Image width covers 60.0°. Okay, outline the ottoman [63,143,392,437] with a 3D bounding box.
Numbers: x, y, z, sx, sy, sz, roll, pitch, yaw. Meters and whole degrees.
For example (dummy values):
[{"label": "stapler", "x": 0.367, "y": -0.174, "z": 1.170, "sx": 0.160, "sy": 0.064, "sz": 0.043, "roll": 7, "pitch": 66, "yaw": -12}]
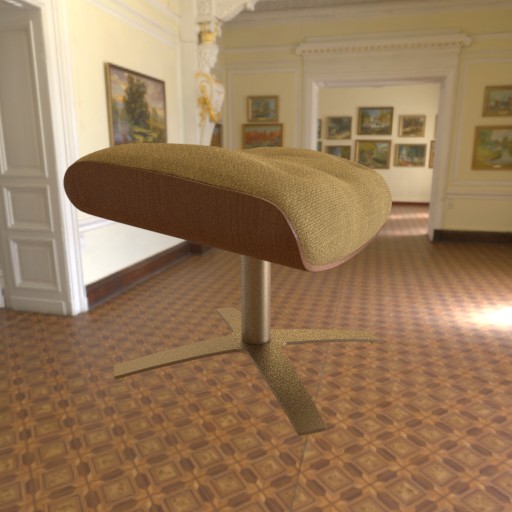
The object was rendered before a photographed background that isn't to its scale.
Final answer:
[{"label": "ottoman", "x": 0.000, "y": 0.000, "z": 0.804, "sx": 0.394, "sy": 0.391, "sz": 0.520, "roll": 7, "pitch": 14, "yaw": 27}]
